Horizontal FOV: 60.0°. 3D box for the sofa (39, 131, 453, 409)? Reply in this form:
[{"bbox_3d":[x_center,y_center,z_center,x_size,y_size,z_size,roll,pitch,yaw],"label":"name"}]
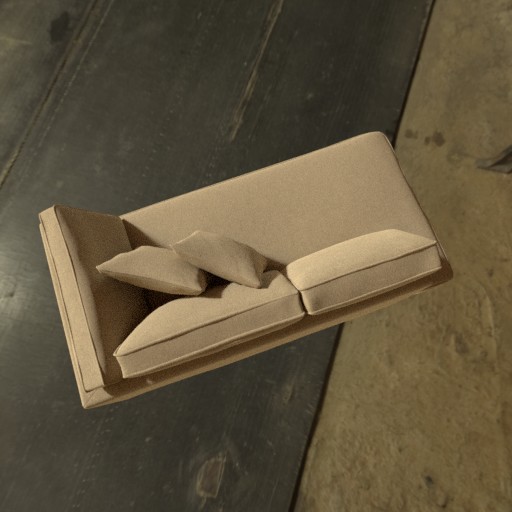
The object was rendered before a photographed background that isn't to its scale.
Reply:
[{"bbox_3d":[0.000,0.000,2.746,2.237,1.033,1.110,-19,77,-5],"label":"sofa"}]
